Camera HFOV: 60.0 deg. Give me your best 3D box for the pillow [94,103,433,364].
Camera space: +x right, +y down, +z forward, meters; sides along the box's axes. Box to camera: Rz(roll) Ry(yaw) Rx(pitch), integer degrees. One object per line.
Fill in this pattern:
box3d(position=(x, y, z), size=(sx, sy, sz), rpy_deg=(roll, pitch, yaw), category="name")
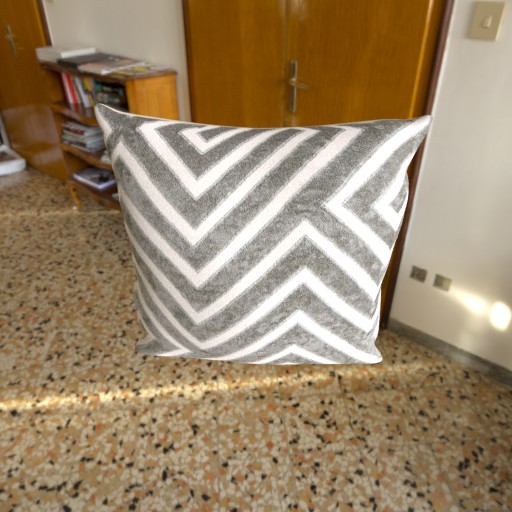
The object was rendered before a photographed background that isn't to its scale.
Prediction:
box3d(position=(0.000, 0.000, 0.671), size=(0.440, 0.441, 0.182), rpy_deg=(2, 32, 3), category="pillow")
